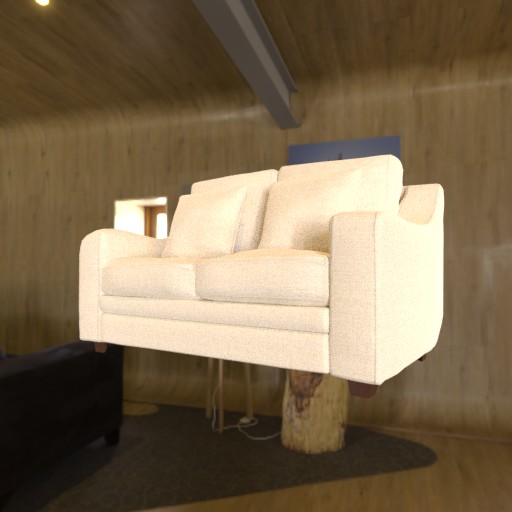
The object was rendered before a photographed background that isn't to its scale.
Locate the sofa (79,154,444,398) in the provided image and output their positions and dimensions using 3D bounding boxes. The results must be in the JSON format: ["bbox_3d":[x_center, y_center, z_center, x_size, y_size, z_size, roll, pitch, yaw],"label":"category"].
[{"bbox_3d":[0.000,0.000,2.367,1.744,1.047,1.040,-1,-2,34],"label":"sofa"}]
